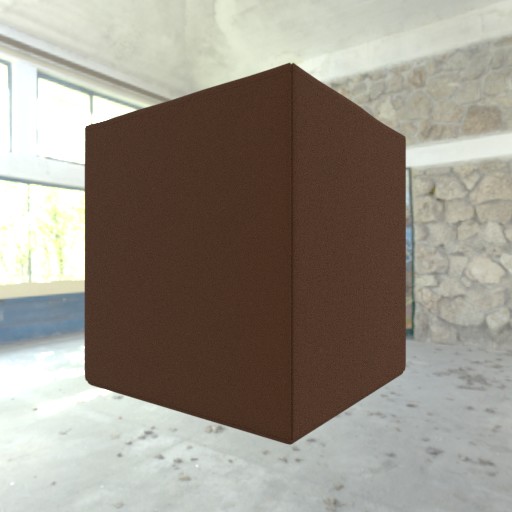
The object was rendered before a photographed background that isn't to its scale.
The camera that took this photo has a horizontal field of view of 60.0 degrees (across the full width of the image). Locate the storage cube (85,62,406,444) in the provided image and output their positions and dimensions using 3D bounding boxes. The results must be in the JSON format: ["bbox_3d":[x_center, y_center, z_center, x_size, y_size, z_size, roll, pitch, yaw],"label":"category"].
[{"bbox_3d":[0.000,0.000,0.505,0.270,0.280,0.270,0,0,37],"label":"storage cube"}]
